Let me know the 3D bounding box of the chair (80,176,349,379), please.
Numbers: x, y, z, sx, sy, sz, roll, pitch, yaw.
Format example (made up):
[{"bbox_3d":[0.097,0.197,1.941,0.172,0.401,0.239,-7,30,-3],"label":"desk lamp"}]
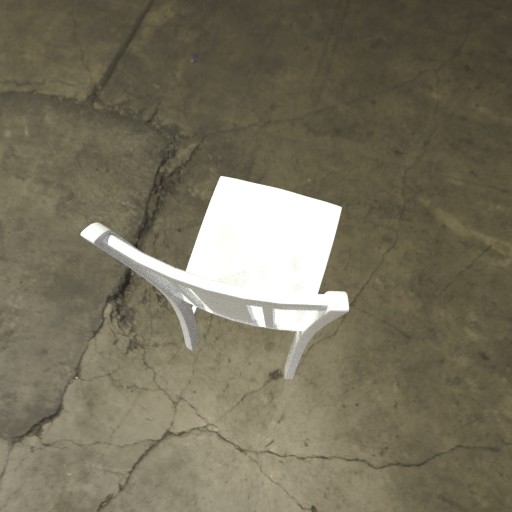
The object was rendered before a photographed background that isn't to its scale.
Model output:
[{"bbox_3d":[0.000,0.000,1.253,0.450,0.998,0.555,15,67,7],"label":"chair"}]
